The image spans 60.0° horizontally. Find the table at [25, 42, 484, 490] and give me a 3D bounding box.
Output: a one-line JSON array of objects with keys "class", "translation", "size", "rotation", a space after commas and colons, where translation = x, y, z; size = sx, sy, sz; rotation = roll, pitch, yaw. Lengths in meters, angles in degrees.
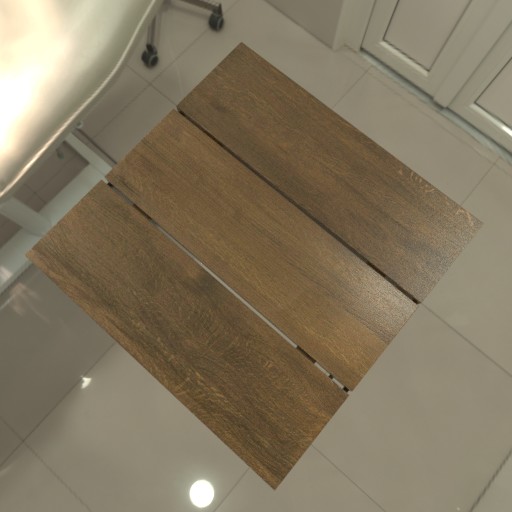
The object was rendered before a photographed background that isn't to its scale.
[{"class": "table", "translation": [0.000, 0.000, 1.419], "size": [0.900, 0.400, 0.900], "rotation": [40, 80, 9]}]
